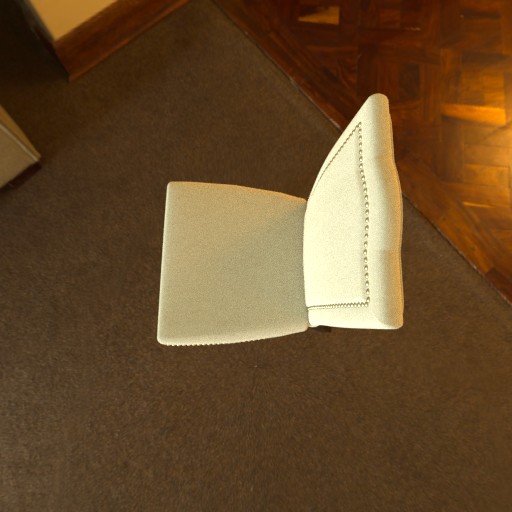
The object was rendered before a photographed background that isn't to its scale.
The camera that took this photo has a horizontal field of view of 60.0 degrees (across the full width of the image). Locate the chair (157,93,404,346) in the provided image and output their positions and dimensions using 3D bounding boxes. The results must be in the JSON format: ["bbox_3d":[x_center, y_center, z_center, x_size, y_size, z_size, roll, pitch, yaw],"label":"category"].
[{"bbox_3d":[0.000,0.000,1.311,0.589,0.946,0.518,1,76,0],"label":"chair"}]
